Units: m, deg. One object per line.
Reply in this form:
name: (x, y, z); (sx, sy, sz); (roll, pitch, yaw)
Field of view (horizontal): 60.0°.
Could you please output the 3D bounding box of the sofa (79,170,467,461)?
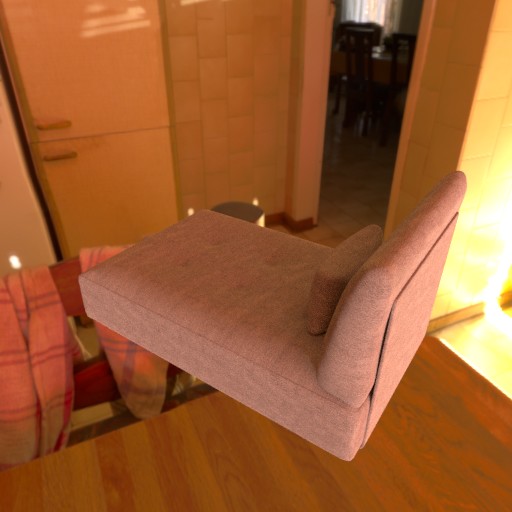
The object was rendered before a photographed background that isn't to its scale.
sofa: (0.000, 0.000, 1.981); (1.450, 0.820, 0.930); (20, 36, 29)
